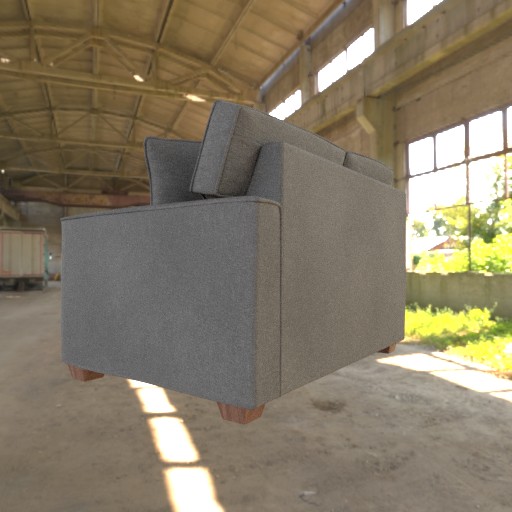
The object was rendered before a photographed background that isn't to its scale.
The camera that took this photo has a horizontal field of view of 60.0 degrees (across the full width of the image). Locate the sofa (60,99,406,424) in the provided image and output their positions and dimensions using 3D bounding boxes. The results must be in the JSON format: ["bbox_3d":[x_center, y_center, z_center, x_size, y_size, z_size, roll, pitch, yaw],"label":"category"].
[{"bbox_3d":[0.000,0.000,2.054,0.991,0.989,1.388,-1,-1,36],"label":"sofa"}]
